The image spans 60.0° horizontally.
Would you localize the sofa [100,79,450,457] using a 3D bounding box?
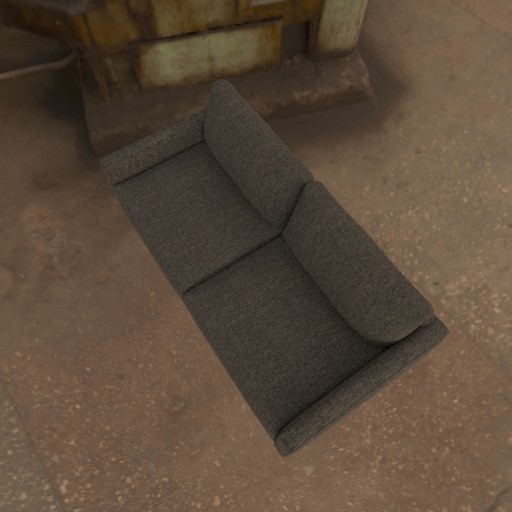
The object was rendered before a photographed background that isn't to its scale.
[{"bbox_3d":[0.000,0.000,2.250,0.866,0.862,1.716,-31,67,-15],"label":"sofa"}]
